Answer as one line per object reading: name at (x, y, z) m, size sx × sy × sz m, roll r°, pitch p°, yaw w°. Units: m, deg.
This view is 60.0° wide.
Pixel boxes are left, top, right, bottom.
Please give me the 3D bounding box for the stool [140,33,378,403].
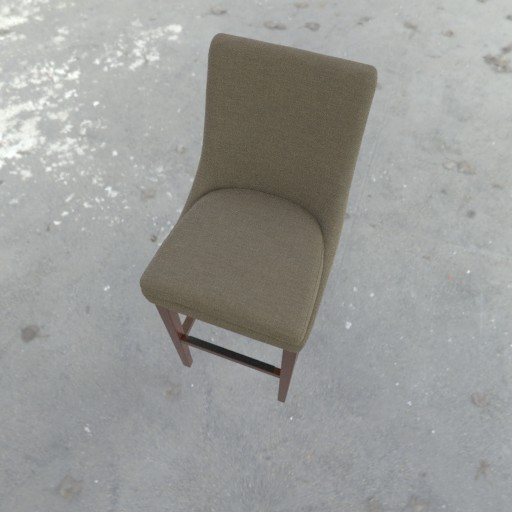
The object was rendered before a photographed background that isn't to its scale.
stool at (0.000, 0.000, 1.375) m, size 0.470 × 1.078 × 0.577 m, roll 17°, pitch 59°, yaw 11°
